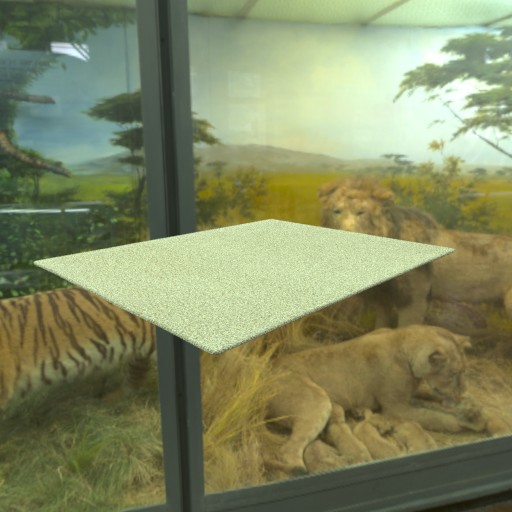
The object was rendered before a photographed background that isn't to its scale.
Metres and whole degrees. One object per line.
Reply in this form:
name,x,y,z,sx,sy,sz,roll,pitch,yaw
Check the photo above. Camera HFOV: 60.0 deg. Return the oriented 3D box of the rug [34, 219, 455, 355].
rug,0.000,0.000,4.061,2.438,0.029,3.047,14,20,43
